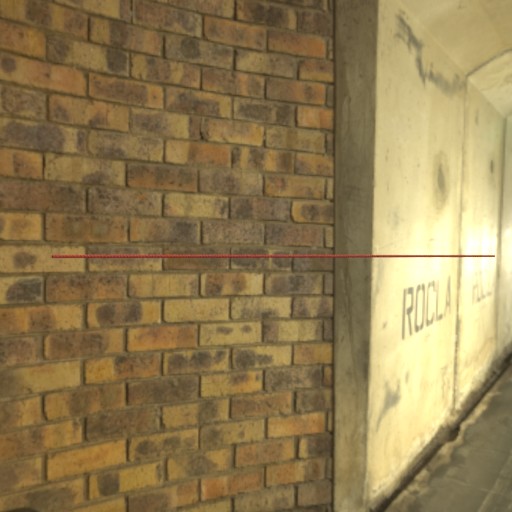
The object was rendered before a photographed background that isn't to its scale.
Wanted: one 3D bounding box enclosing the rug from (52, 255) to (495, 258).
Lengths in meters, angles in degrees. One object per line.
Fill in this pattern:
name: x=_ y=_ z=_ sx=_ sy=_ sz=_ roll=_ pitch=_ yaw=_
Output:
rug: x=0.000 y=0.000 z=2.801 sx=2.211 sy=0.013 sz=1.593 roll=0 pitch=0 yaw=-20
